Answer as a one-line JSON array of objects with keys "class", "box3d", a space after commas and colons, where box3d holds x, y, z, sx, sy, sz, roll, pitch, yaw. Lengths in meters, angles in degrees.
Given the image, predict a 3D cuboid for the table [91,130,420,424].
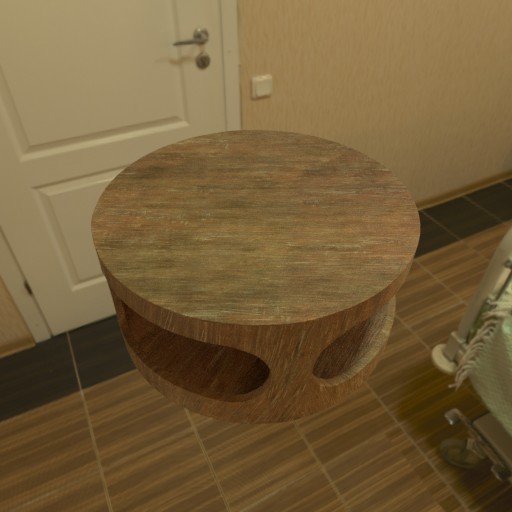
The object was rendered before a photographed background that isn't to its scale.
[{"class": "table", "box3d": [0.000, 0.000, 1.512, 0.974, 0.450, 0.974, 0, 42, 0]}]
